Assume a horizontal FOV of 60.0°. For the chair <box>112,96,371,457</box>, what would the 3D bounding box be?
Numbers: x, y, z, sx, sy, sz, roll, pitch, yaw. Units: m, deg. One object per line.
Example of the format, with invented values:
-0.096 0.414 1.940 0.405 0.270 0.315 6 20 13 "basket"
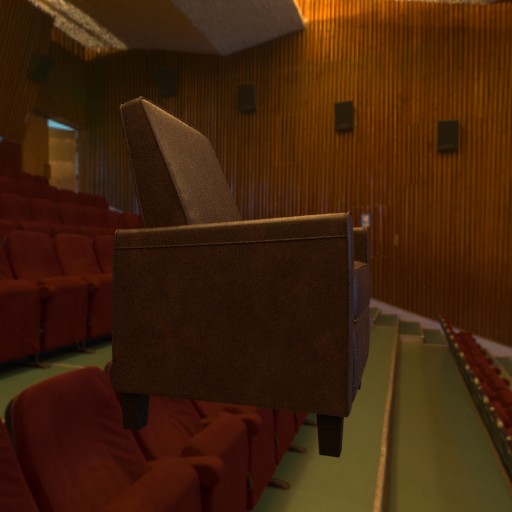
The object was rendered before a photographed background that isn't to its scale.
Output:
0.000 0.000 1.517 0.746 1.013 0.705 0 0 18 "chair"
